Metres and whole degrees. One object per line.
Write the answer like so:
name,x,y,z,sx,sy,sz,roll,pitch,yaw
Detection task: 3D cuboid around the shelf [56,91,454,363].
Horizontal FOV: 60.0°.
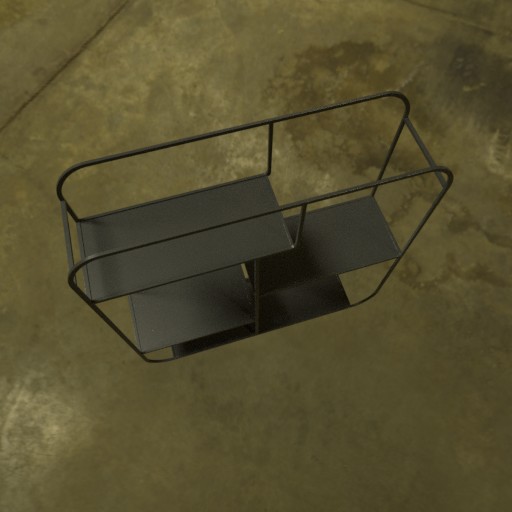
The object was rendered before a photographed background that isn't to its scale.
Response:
shelf,0.000,0.000,0.912,0.600,0.600,0.160,-15,65,-7
